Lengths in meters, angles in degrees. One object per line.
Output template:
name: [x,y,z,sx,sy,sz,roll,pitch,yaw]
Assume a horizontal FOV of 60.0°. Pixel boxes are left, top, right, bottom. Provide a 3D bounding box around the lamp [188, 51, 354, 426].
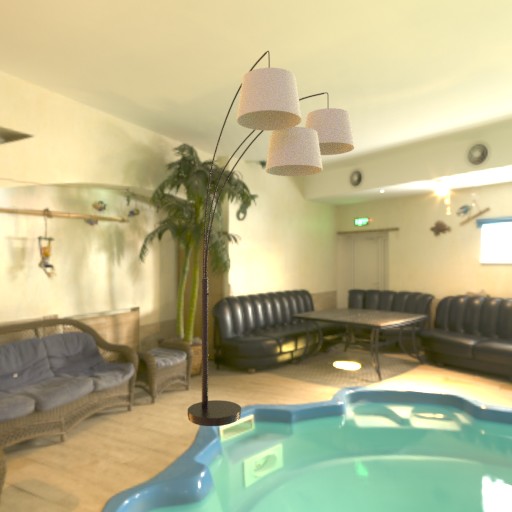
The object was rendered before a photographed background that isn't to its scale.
lamp: [0.000,0.000,2.542,0.924,1.950,0.951,0,-1,36]
